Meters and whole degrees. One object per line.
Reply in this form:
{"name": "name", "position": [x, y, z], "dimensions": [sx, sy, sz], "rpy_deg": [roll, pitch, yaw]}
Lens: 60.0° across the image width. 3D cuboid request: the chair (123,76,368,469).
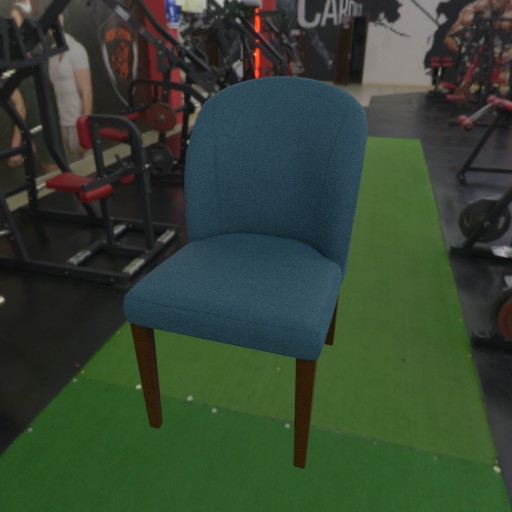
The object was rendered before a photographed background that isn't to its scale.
{"name": "chair", "position": [0.000, 0.000, 1.234], "dimensions": [0.507, 0.879, 0.620], "rpy_deg": [8, 28, 16]}
